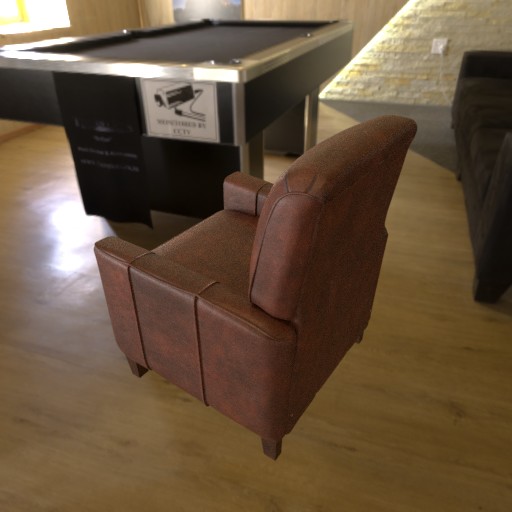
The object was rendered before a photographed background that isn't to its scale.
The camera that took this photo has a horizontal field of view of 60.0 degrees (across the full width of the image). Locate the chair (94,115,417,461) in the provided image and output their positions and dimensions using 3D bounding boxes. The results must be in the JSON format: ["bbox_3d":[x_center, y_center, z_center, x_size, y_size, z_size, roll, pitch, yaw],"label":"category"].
[{"bbox_3d":[0.000,0.000,1.657,0.836,1.043,0.843,20,37,29],"label":"chair"}]
